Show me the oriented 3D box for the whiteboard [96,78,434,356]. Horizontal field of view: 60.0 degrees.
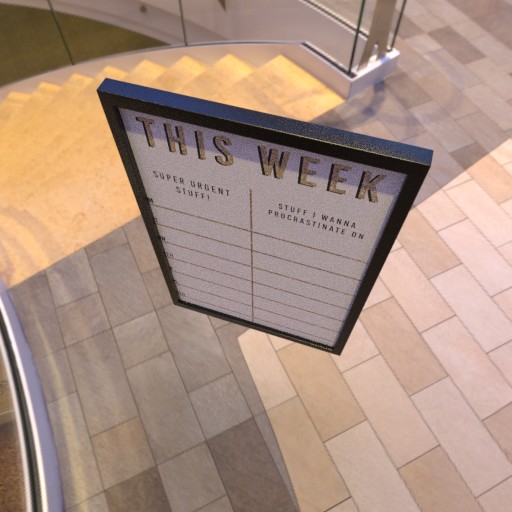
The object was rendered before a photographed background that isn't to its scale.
[{"bbox_3d":[0.000,0.000,0.777,0.406,0.611,0.026,16,59,9],"label":"whiteboard"}]
